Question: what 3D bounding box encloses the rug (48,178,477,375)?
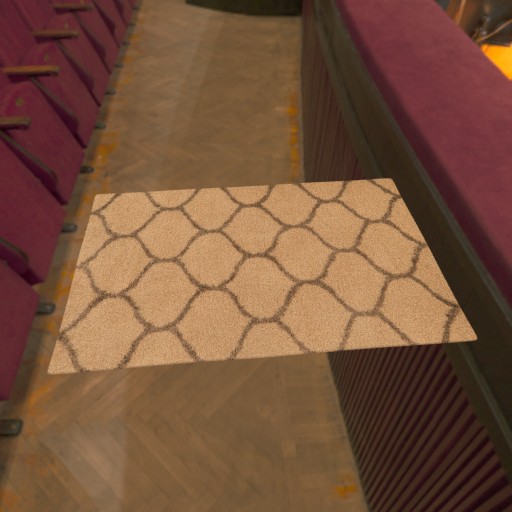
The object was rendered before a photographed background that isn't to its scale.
[{"bbox_3d":[0.000,0.000,3.398,2.701,0.026,1.801,-4,45,-4],"label":"rug"}]
